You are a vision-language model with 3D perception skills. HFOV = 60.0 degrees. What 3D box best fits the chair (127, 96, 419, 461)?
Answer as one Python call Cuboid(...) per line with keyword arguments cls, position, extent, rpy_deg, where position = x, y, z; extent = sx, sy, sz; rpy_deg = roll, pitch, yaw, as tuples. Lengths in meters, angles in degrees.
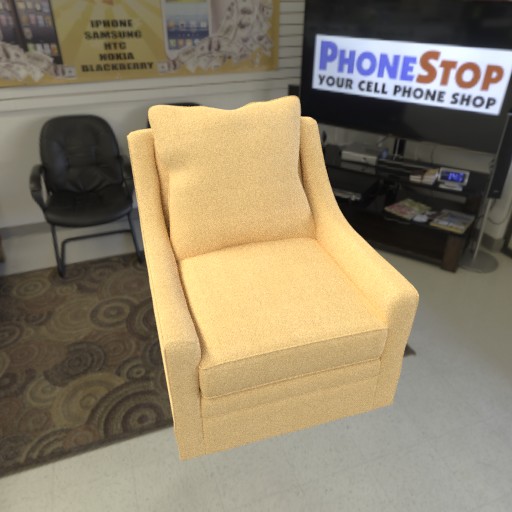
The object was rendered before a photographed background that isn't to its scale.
Cuboid(cls="chair", position=(0.000, 0.000, 1.583), extent=(0.760, 0.927, 0.876), rpy_deg=(-9, 33, -14))
